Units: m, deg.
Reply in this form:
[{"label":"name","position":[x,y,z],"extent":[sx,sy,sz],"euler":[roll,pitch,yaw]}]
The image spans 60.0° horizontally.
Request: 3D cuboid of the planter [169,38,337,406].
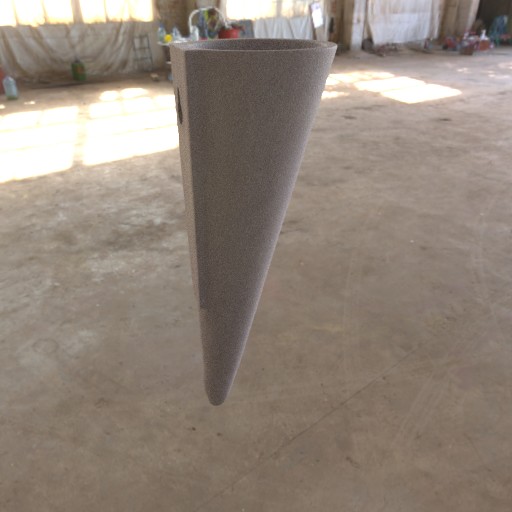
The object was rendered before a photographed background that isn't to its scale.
[{"label":"planter","position":[0.000,0.000,0.299],"extent":[0.087,0.259,0.078],"euler":[-9,31,-16]}]
